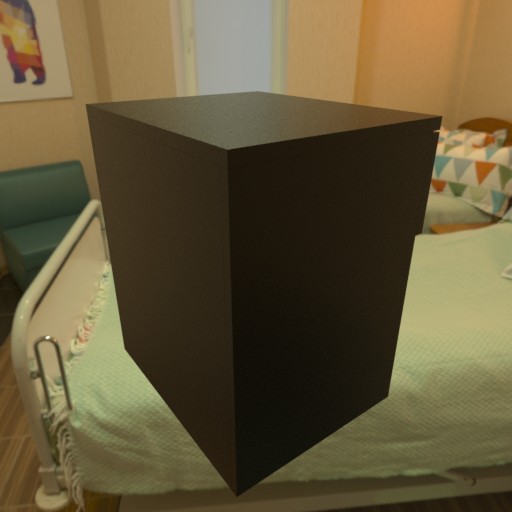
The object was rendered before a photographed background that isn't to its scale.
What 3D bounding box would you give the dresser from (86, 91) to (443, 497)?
[{"bbox_3d":[0.000,0.000,0.739,0.360,0.470,0.400,-18,31,-32],"label":"dresser"}]
